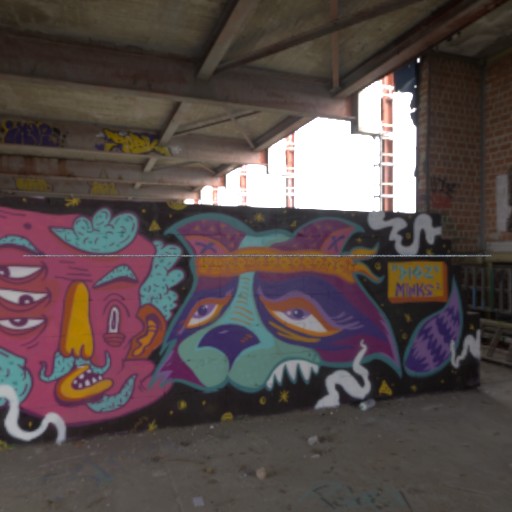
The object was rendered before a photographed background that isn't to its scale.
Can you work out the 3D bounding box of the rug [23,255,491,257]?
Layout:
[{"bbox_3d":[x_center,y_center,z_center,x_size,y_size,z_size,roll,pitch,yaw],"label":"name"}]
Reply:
[{"bbox_3d":[0.000,0.000,2.646,2.443,0.008,0.688,0,0,0],"label":"rug"}]
